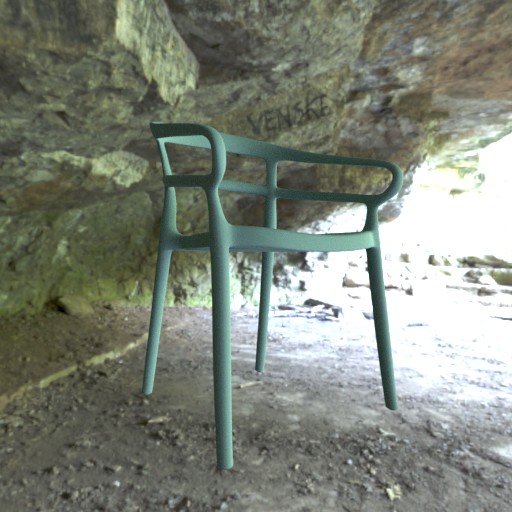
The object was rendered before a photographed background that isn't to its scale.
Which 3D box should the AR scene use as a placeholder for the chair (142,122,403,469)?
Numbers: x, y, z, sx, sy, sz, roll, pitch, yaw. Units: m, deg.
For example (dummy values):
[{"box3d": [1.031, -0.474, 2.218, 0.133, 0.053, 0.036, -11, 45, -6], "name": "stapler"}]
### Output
[{"box3d": [0.000, 0.000, 1.137, 0.559, 0.761, 0.527, 0, 1, -37], "name": "chair"}]
